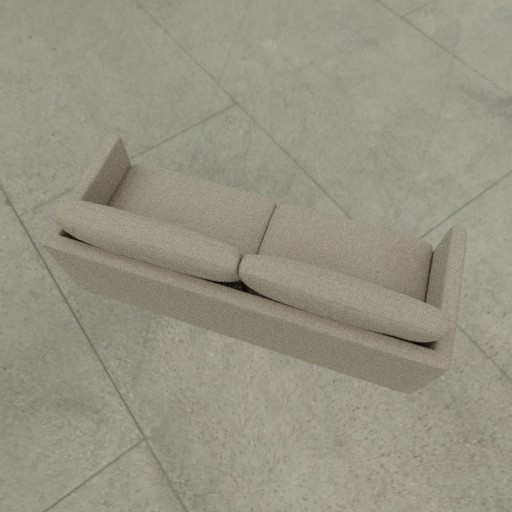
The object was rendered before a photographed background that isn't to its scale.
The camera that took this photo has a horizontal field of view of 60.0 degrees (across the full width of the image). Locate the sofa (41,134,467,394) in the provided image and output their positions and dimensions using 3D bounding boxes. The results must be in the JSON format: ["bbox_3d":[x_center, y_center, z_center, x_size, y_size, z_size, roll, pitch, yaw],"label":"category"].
[{"bbox_3d":[0.000,0.000,2.896,2.434,0.965,0.951,16,63,8],"label":"sofa"}]
